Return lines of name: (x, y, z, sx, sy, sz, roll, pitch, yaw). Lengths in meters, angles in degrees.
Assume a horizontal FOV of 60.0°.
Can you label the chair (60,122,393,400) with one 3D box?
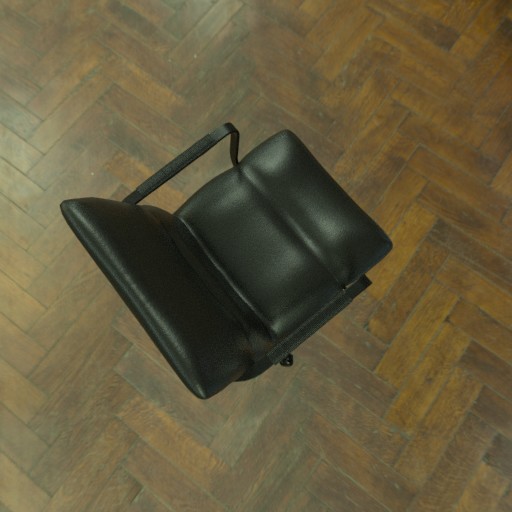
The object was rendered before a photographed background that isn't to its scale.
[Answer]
chair: (0.000, 0.000, 1.466, 0.748, 0.922, 0.719, -38, 78, -9)
